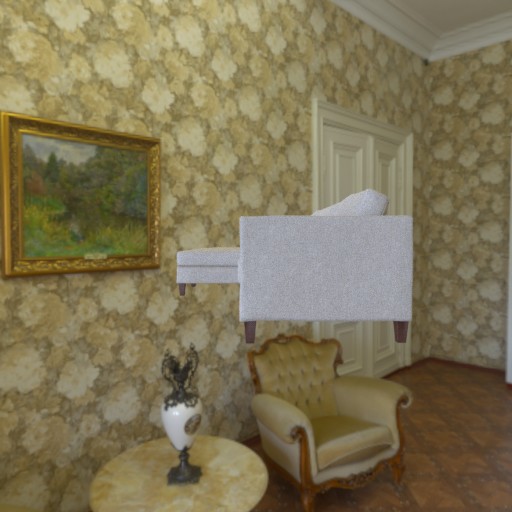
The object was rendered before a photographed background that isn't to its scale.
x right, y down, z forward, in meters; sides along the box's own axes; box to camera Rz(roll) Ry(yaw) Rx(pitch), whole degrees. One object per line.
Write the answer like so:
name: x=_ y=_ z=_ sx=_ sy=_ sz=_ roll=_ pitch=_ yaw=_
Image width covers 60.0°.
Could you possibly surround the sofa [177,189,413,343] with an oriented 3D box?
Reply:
sofa: x=0.000 y=0.000 z=3.920 sx=1.625 sy=0.846 sz=3.186 roll=0 pitch=2 yaw=-1
